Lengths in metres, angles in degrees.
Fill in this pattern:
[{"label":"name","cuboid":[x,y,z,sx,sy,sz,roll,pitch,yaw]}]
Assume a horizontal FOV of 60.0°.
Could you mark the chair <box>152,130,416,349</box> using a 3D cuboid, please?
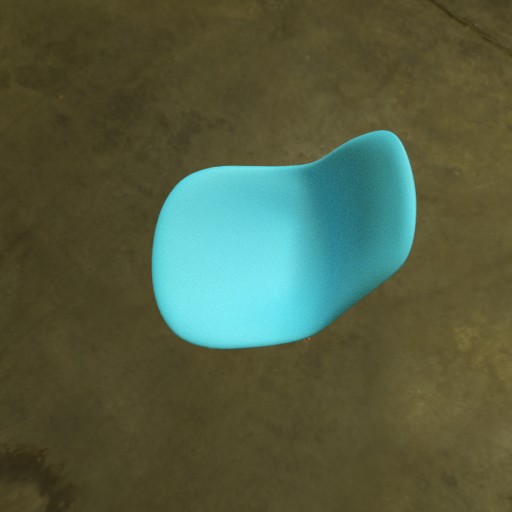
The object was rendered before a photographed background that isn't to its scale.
[{"label":"chair","cuboid":[0.000,0.000,1.136,0.531,0.826,0.470,-1,75,0]}]
